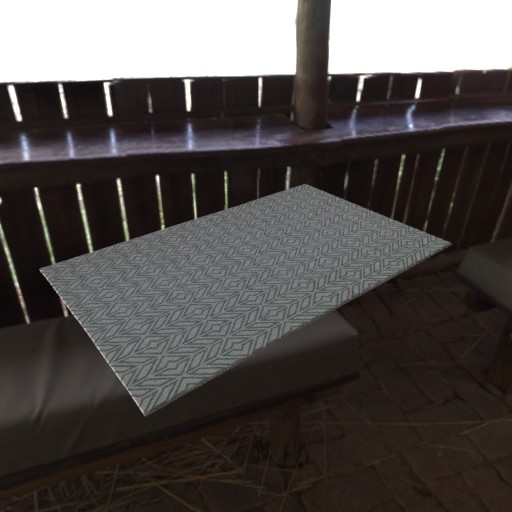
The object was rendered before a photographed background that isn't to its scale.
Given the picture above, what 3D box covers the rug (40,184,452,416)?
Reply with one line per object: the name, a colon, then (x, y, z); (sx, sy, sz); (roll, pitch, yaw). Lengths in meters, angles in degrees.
rug: (0.000, 0.000, 3.062); (2.435, 0.011, 1.517); (-22, 37, -33)
